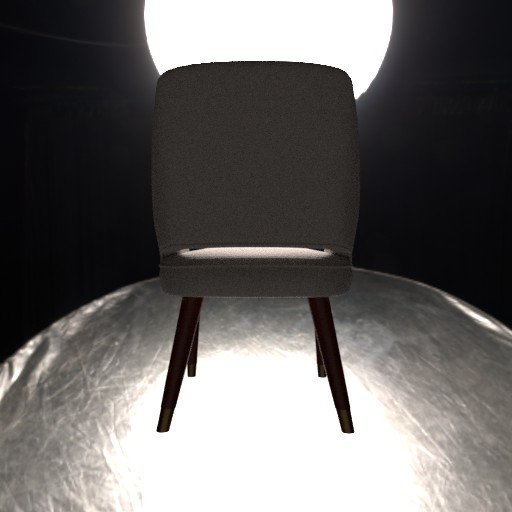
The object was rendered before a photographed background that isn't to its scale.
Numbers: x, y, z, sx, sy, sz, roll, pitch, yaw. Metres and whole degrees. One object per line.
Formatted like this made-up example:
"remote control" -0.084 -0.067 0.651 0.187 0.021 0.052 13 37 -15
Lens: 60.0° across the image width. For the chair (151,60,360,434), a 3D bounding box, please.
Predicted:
"chair" 0.000 0.000 1.287 0.609 0.889 0.600 0 2 1
